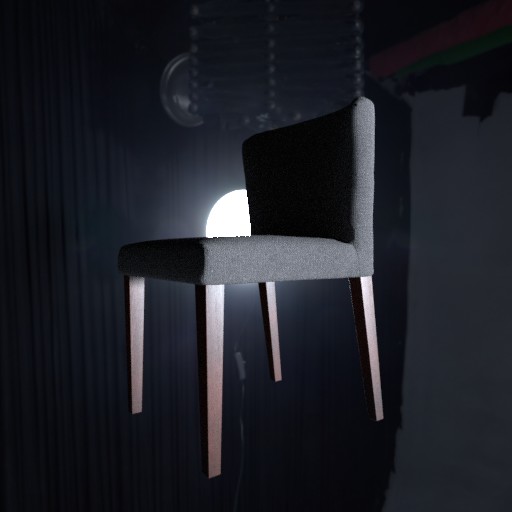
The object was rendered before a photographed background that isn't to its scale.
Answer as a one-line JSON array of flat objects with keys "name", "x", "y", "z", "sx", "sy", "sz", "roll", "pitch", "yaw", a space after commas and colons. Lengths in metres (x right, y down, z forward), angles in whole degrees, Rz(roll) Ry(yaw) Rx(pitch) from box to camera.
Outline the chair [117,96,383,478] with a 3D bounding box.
[{"name": "chair", "x": 0.000, "y": 0.000, "z": 1.169, "sx": 0.589, "sy": 0.839, "sz": 0.491, "roll": -1, "pitch": 1, "yaw": -36}]
